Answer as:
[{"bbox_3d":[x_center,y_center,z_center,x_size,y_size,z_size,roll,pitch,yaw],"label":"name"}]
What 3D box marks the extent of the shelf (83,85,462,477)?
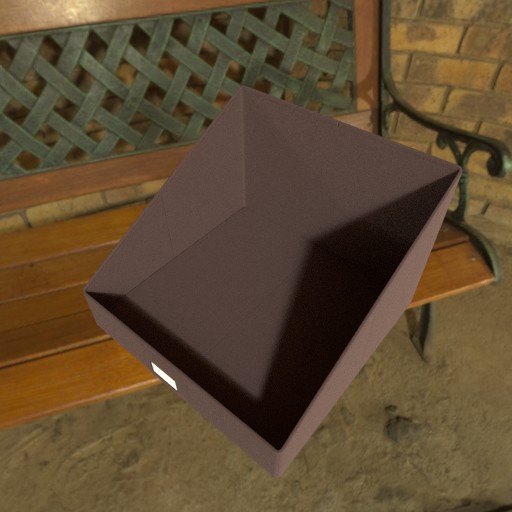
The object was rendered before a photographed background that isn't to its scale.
[{"bbox_3d":[0.000,0.000,0.497,0.292,0.210,0.292,31,53,27],"label":"shelf"}]
